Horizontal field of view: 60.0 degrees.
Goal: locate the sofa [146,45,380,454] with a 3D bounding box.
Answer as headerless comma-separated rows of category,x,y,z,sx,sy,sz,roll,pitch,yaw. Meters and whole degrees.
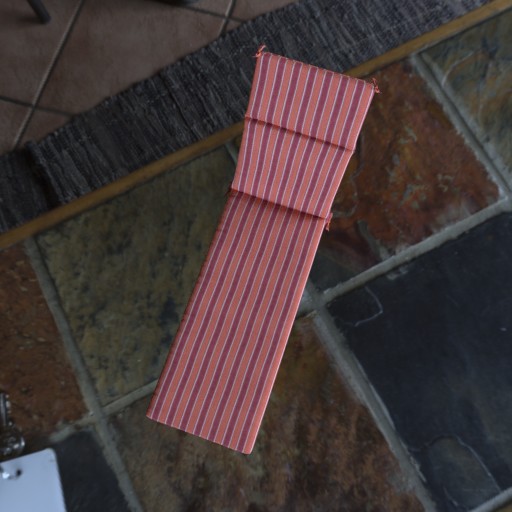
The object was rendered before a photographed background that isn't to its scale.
sofa,0.000,0.000,1.968,0.582,0.622,1.663,18,77,4
